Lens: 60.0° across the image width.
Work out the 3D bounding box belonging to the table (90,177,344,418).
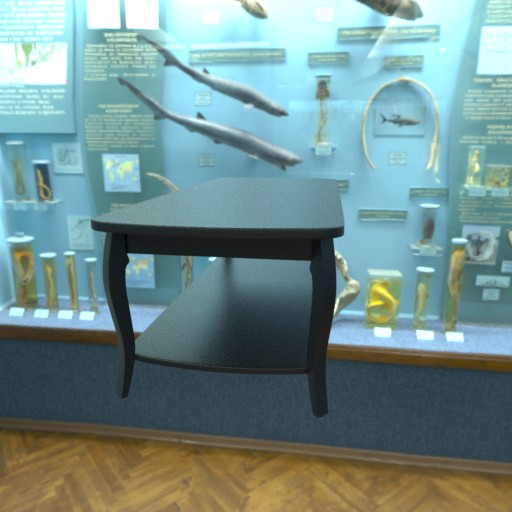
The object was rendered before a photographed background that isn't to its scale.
[{"bbox_3d":[0.000,0.000,1.588,0.571,0.457,1.333,2,15,9],"label":"table"}]
